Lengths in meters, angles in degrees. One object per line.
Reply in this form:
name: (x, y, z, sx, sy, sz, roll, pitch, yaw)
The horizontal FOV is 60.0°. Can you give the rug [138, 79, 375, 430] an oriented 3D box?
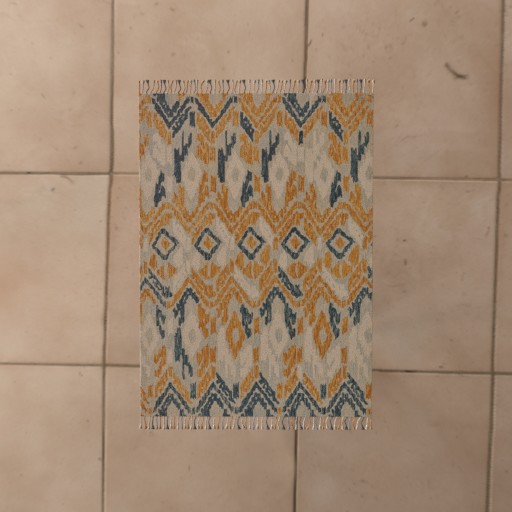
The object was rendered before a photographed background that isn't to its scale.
rug: (0.000, 0.000, 2.307, 1.230, 0.008, 1.827, 0, 91, 0)
